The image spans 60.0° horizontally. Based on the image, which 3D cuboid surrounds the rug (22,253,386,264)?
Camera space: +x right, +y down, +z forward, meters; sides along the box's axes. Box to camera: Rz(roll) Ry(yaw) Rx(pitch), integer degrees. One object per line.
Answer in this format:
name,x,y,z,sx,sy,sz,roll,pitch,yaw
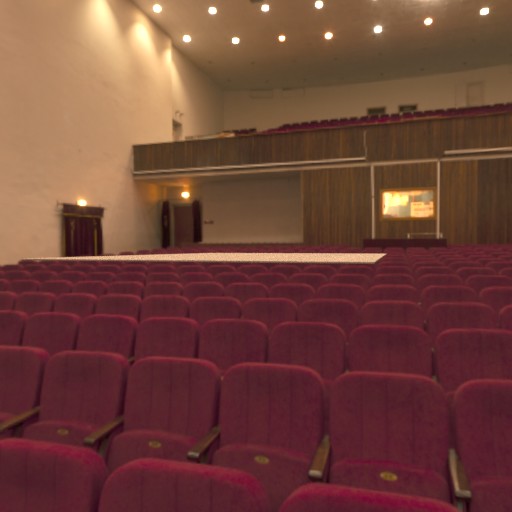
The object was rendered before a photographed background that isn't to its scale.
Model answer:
rug,0.000,0.000,2.894,1.593,0.008,2.238,0,1,17
